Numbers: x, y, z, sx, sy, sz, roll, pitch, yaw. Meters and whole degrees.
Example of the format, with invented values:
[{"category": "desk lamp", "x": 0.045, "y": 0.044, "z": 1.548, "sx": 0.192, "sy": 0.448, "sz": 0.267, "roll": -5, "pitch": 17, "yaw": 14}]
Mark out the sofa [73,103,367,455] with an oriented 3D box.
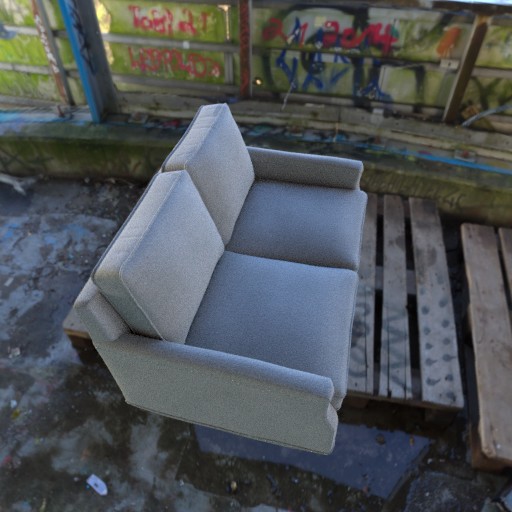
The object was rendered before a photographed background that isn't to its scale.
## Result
[{"category": "sofa", "x": 0.000, "y": 0.000, "z": 2.329, "sx": 1.084, "sy": 1.003, "sz": 1.597, "roll": 10, "pitch": 47, "yaw": 9}]
